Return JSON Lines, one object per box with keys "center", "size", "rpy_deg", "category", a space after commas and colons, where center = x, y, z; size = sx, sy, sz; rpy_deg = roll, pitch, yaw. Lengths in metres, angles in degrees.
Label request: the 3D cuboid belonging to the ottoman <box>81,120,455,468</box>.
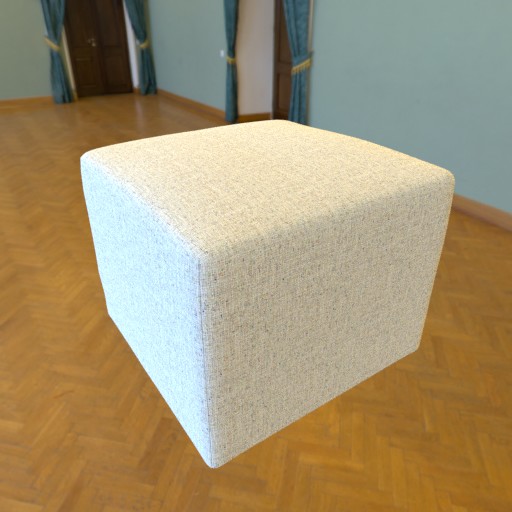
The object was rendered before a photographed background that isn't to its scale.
{"center": [0.000, 0.000, 0.906], "size": [0.521, 0.453, 0.512], "rpy_deg": [-19, 35, -29], "category": "ottoman"}
